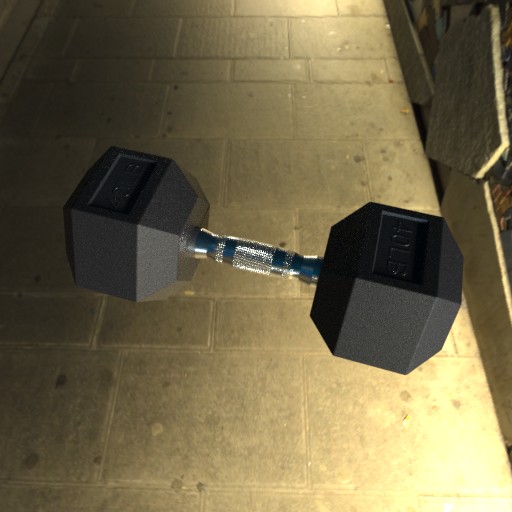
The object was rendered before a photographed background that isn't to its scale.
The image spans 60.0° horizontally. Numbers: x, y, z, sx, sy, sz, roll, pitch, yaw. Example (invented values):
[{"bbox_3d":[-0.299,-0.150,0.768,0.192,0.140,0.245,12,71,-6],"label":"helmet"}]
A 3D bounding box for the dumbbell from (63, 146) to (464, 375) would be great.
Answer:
[{"bbox_3d":[0.000,0.000,0.433,0.361,0.137,0.157,14,59,9],"label":"dumbbell"}]
